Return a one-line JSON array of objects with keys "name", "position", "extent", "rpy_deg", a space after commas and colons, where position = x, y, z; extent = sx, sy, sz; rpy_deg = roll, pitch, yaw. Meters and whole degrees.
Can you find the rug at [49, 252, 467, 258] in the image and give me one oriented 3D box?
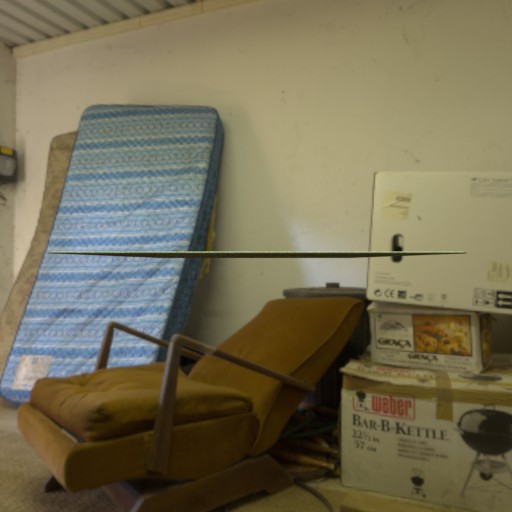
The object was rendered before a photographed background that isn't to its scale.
[{"name": "rug", "position": [0.000, 0.000, 3.986], "extent": [2.363, 0.012, 2.980], "rpy_deg": [0, -1, -1]}]
